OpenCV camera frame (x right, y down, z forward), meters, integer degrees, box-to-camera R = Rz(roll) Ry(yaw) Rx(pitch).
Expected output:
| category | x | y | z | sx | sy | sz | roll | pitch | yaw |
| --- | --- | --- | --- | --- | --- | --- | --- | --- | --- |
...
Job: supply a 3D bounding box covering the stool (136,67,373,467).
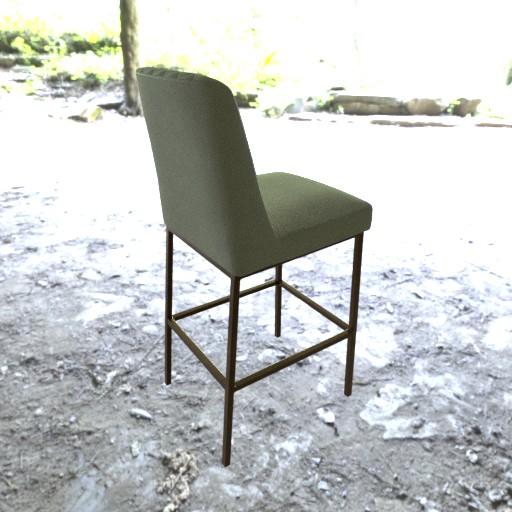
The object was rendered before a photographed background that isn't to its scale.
| category | x | y | z | sx | sy | sz | roll | pitch | yaw |
| --- | --- | --- | --- | --- | --- | --- | --- | --- | --- |
| stool | 0.000 | 0.000 | 1.371 | 0.546 | 1.084 | 0.462 | -17 | 31 | -30 |
